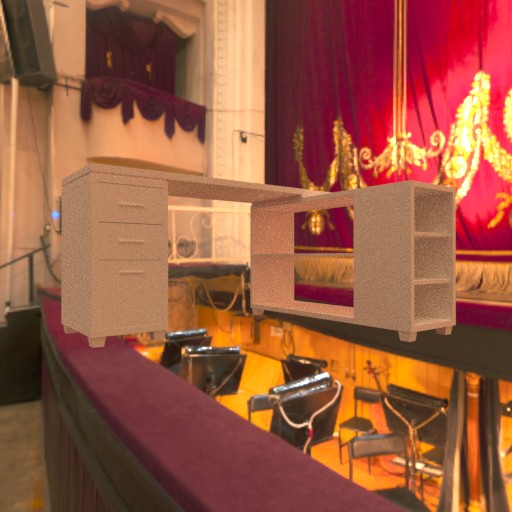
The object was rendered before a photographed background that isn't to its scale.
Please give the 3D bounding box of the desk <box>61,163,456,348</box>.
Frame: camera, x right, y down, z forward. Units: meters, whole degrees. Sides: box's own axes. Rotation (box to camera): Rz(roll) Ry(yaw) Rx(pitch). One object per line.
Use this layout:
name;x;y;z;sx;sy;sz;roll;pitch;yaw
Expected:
desk;0.000;0.000;2.180;1.524;0.759;1.199;0;0;-37
